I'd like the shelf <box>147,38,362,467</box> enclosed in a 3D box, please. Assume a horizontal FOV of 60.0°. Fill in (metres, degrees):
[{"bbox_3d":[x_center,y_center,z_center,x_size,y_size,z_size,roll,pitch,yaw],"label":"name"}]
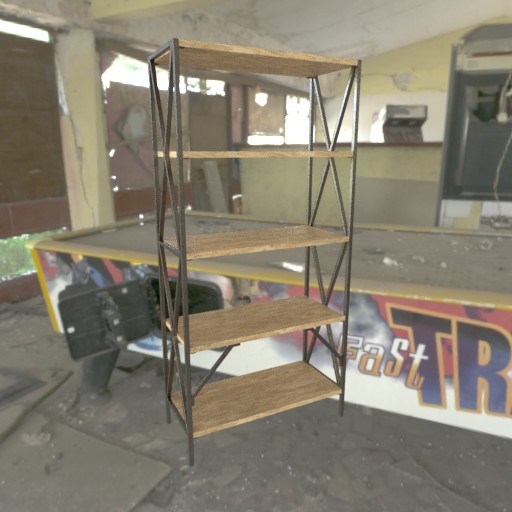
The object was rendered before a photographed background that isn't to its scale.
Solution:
[{"bbox_3d":[0.000,0.000,2.179,0.874,1.803,0.386,-7,15,-26],"label":"shelf"}]
